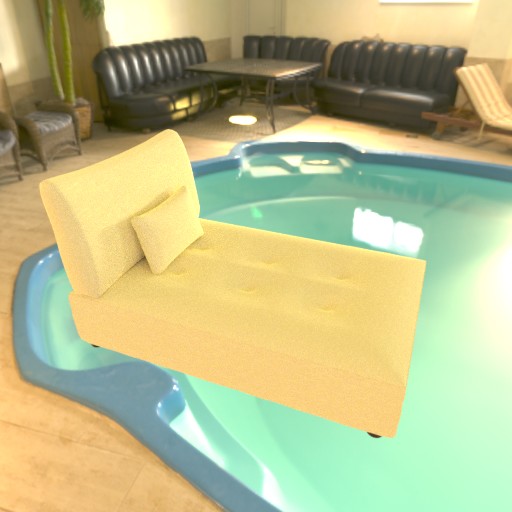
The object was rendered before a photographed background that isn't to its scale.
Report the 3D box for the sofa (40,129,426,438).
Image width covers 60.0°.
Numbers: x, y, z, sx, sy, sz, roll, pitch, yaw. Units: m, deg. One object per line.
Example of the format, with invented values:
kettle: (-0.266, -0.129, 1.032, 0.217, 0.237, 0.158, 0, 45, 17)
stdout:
sofa: (0.000, 0.000, 1.999, 1.450, 0.820, 0.930, 12, 32, 19)
